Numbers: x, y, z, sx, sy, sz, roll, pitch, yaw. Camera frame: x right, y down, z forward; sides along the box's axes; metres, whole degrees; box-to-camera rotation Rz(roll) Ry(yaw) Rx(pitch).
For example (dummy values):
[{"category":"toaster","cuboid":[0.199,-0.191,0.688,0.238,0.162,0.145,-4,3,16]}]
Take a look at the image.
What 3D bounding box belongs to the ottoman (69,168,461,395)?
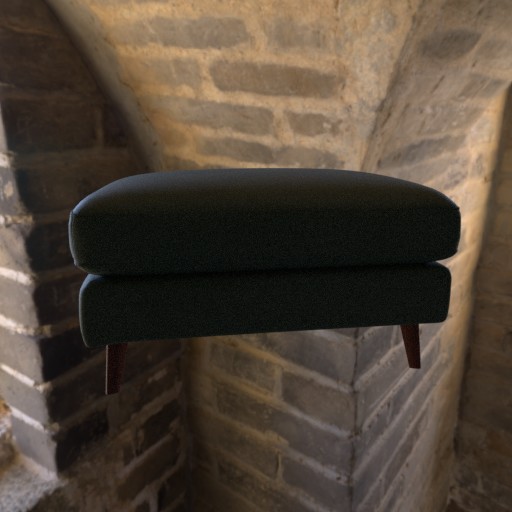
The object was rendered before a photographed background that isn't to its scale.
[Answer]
[{"category":"ottoman","cuboid":[0.000,0.000,1.167,0.811,0.449,0.608,-2,14,-9]}]
